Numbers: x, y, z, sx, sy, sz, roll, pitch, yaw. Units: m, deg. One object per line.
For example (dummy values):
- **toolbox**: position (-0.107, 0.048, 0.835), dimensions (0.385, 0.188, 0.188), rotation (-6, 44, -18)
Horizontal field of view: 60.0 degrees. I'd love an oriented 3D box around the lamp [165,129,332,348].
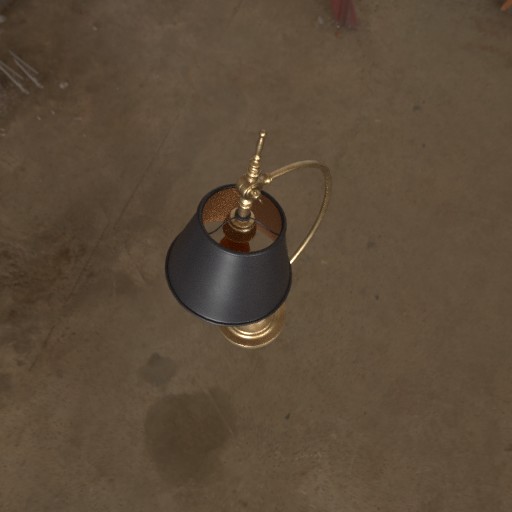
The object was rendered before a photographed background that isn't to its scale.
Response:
- **lamp**: position (0.000, 0.000, 0.844), dimensions (0.344, 0.675, 0.235), rotation (-32, 68, -14)
